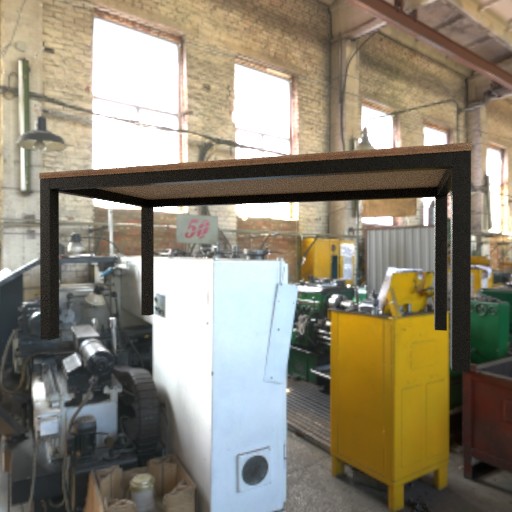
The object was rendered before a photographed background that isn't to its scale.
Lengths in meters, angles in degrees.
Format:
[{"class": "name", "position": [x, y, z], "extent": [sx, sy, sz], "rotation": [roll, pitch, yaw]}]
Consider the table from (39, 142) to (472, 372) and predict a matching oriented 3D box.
[{"class": "table", "position": [0.000, 0.000, 2.182], "extent": [1.805, 0.767, 0.893], "rotation": [0, 0, 18]}]
